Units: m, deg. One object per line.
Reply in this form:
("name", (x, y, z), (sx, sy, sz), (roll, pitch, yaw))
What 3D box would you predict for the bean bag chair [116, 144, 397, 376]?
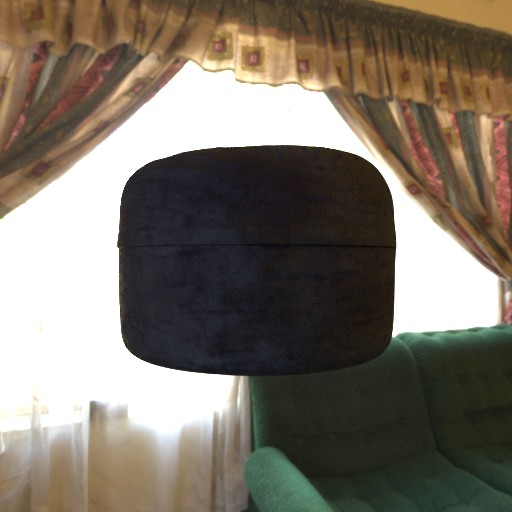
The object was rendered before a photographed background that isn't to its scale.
("bean bag chair", (0.000, 0.000, 1.520), (0.918, 0.616, 0.918), (0, -1, 0))
